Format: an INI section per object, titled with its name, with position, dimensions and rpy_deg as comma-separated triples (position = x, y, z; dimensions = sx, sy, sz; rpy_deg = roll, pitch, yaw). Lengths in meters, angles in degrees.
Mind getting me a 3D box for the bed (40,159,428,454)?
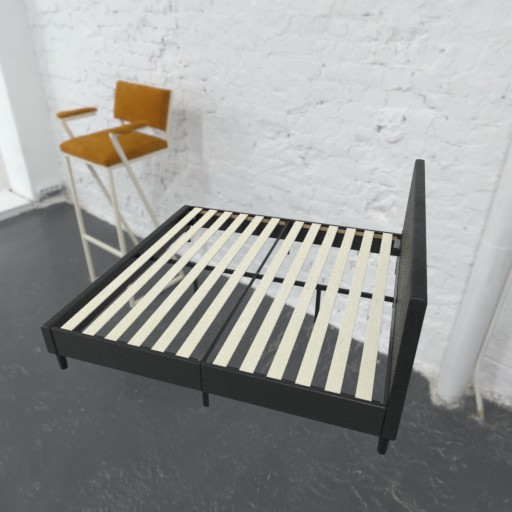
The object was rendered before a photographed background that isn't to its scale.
[bed]
position = 0.000, 0.000, 3.208
dimensions = 2.152, 1.046, 2.018
rpy_deg = 9, 31, 16
